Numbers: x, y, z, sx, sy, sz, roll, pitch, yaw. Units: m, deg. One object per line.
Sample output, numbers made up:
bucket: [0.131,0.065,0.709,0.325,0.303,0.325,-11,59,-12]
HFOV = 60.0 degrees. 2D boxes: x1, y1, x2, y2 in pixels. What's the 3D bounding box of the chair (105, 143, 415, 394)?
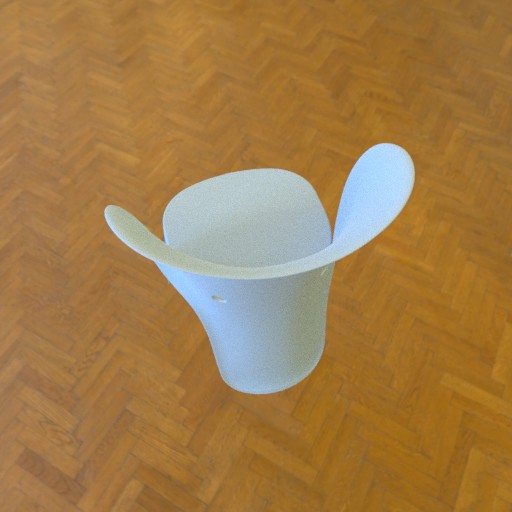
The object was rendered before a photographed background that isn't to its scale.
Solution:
chair: [0.000,0.000,0.861,0.451,0.554,0.402,-14,59,-9]
